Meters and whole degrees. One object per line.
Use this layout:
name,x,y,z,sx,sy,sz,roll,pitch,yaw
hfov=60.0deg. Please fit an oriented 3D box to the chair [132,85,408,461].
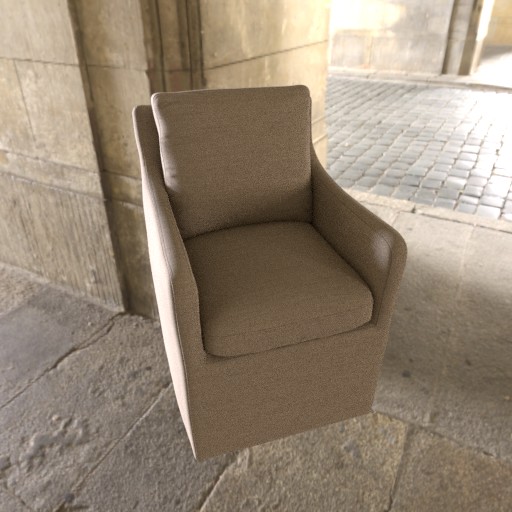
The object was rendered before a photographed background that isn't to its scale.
chair,0.000,0.000,1.372,0.626,0.914,0.694,-9,32,-15
